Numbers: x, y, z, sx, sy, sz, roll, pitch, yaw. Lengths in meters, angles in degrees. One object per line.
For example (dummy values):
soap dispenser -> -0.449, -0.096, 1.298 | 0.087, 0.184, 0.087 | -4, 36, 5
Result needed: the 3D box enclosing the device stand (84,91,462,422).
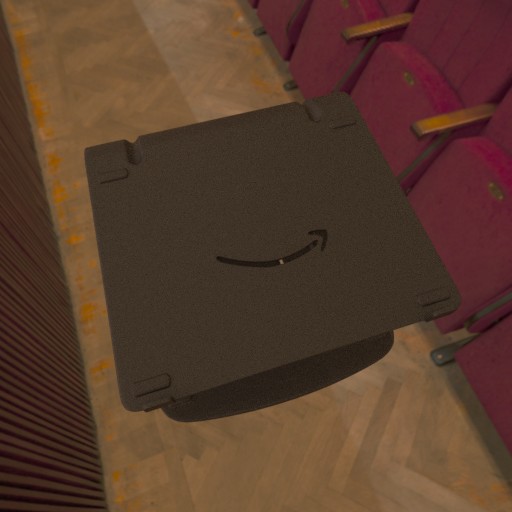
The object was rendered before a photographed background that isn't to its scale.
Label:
device stand -> 0.000, 0.000, 0.402 | 0.256, 0.155, 0.236 | -15, 60, -9
